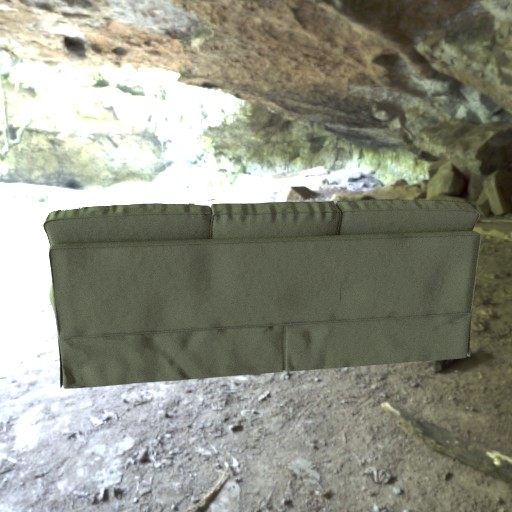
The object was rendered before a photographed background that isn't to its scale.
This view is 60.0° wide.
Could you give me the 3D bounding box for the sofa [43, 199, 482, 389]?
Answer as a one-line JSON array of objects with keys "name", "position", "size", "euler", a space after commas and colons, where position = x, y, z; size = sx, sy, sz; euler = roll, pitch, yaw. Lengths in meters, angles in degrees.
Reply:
[{"name": "sofa", "position": [0.000, 0.000, 3.262], "size": [2.475, 0.978, 1.733], "euler": [-2, 14, -9]}]
